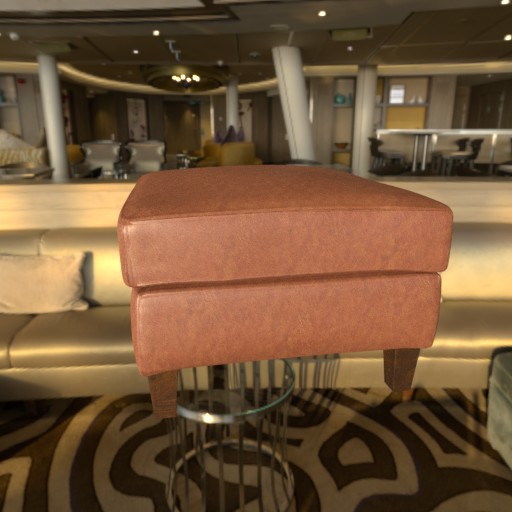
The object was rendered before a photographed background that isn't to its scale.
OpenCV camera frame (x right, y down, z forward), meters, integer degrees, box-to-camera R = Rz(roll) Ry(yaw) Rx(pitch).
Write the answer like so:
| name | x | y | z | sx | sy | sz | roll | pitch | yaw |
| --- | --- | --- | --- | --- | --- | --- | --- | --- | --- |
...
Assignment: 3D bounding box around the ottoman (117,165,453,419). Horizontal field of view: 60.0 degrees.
| name | x | y | z | sx | sy | sz | roll | pitch | yaw |
| --- | --- | --- | --- | --- | --- | --- | --- | --- | --- |
| ottoman | 0.000 | 0.000 | 1.237 | 0.650 | 0.485 | 0.851 | -3 | 16 | -10 |
